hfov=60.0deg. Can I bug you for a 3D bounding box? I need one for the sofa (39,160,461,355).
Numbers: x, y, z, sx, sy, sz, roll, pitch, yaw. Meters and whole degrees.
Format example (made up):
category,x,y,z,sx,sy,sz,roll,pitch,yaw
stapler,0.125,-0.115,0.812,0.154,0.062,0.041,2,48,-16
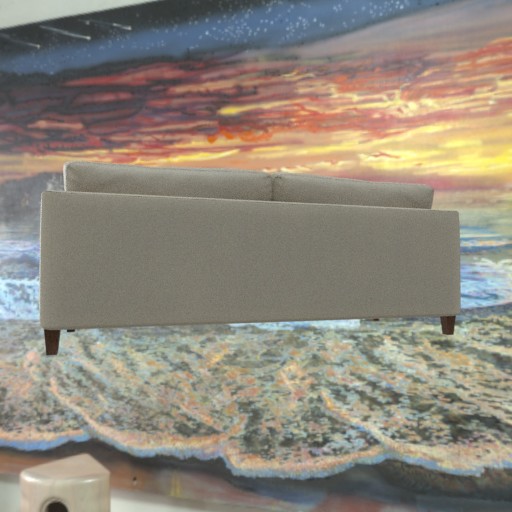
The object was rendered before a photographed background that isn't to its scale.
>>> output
category,x,y,z,sx,sy,sz,roll,pitch,yaw
sofa,0.000,0.000,2.803,2.361,0.968,0.951,1,-2,-17
